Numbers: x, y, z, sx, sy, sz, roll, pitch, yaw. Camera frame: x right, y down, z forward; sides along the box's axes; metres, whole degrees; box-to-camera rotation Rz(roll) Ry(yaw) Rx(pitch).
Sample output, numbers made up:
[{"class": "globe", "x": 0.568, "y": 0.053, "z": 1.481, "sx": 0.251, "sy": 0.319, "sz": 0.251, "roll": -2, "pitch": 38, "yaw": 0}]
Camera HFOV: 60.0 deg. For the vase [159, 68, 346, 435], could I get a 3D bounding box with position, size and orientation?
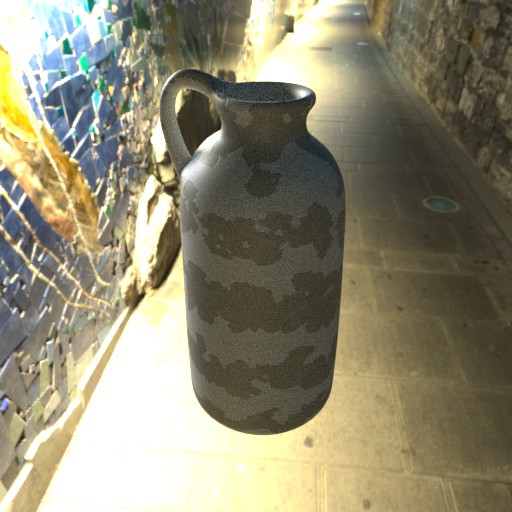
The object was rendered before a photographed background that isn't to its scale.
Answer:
[{"class": "vase", "x": 0.000, "y": 0.000, "z": 0.492, "sx": 0.203, "sy": 0.382, "sz": 0.186, "roll": 11, "pitch": 34, "yaw": 16}]
